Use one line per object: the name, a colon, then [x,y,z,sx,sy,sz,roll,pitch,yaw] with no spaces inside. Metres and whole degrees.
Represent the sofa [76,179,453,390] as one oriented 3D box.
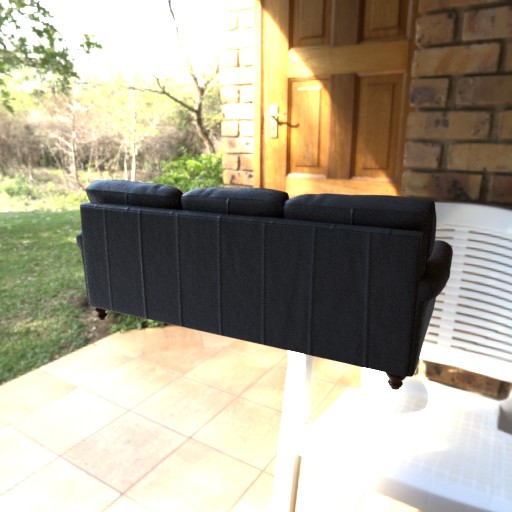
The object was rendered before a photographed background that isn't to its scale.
sofa: [0.000,0.000,2.955,2.387,0.977,0.974,7,17,25]
